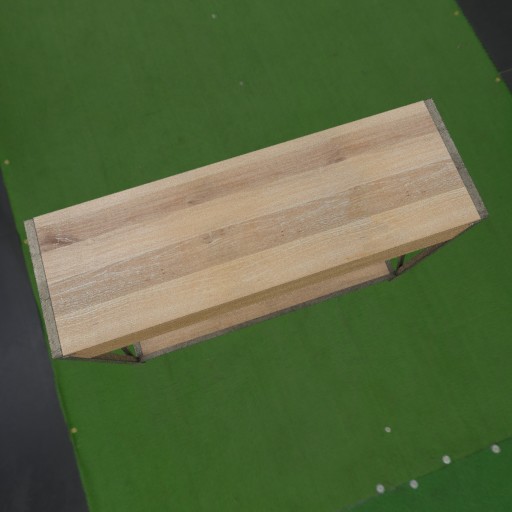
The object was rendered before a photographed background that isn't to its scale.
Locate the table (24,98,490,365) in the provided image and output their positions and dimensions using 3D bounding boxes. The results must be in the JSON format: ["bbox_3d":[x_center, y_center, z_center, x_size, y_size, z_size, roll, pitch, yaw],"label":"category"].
[{"bbox_3d":[0.000,0.000,1.426,1.059,0.763,0.361,-18,76,-5],"label":"table"}]
